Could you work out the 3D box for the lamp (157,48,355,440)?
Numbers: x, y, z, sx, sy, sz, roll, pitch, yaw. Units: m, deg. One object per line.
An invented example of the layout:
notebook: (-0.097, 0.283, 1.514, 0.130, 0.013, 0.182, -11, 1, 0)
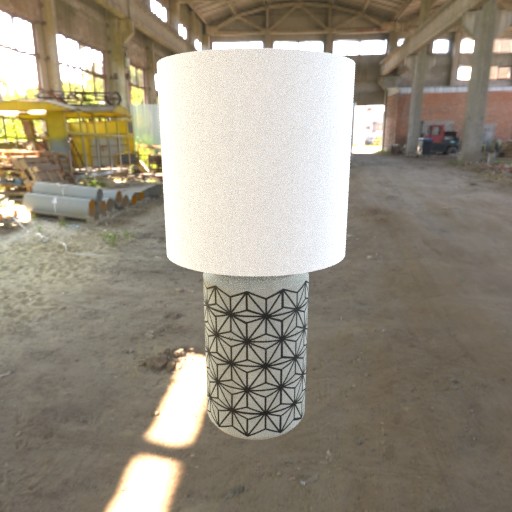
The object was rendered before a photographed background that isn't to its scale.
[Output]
lamp: (0.000, 0.000, 0.524, 0.206, 0.416, 0.206, -8, 17, -27)
